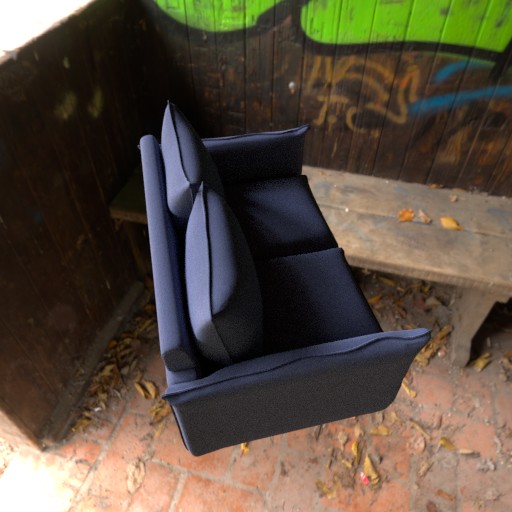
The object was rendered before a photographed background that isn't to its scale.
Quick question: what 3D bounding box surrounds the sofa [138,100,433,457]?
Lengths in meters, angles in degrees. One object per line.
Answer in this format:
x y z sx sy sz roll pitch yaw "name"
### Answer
0.000 0.000 1.817 0.820 0.840 1.300 -10 48 -9 "sofa"
